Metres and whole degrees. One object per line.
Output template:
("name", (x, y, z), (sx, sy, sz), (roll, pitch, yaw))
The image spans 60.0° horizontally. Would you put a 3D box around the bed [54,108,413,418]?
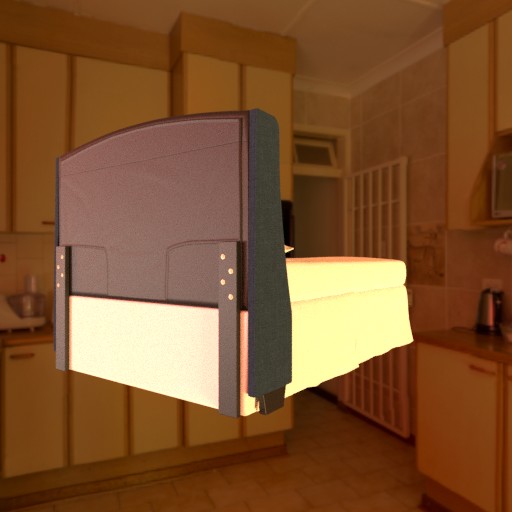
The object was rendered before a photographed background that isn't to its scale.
("bed", (0.000, 0.000, 3.209), (1.604, 1.402, 2.223), (0, 0, 36))
